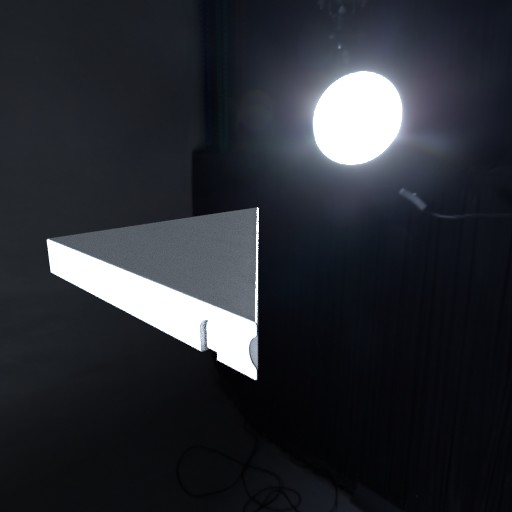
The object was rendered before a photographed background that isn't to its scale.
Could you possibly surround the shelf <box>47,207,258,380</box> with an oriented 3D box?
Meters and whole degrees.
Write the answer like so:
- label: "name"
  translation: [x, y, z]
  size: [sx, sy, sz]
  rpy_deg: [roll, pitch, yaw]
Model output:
- label: "shelf"
  translation: [0.000, 0.000, 0.445]
  size: [0.296, 0.035, 0.296]
  rpy_deg: [-14, 21, -43]
